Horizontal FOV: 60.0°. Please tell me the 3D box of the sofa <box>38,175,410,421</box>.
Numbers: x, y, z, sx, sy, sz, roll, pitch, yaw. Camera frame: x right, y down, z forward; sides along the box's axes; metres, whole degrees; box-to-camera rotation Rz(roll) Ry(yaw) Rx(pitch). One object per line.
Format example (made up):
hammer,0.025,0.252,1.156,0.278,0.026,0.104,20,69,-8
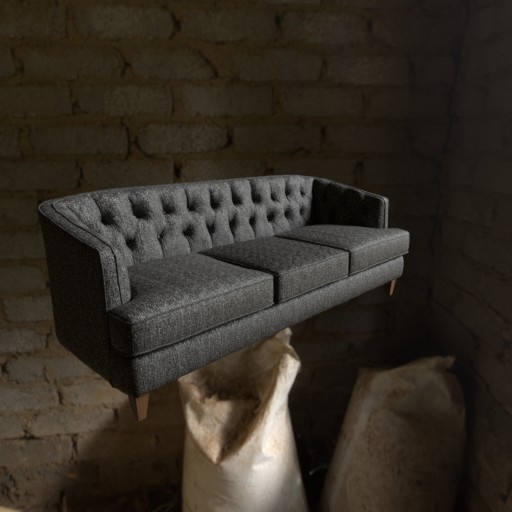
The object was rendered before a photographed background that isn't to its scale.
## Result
sofa,0.000,0.000,2.686,0.941,0.855,2.278,14,20,42
